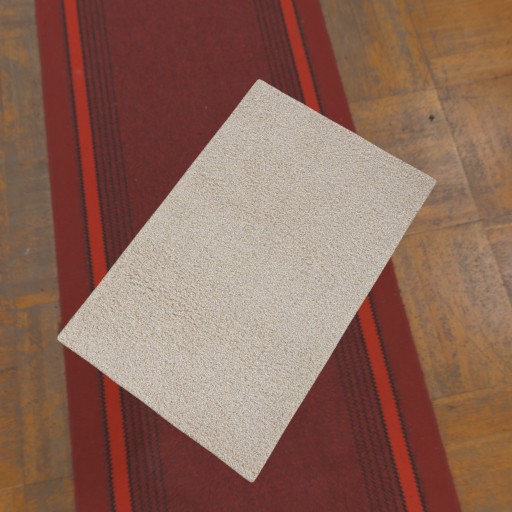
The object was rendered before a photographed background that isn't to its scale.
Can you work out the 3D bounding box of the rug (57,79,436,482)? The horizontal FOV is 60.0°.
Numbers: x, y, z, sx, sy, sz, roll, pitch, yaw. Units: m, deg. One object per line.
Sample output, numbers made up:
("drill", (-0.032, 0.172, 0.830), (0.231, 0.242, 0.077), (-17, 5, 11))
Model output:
("rug", (0.000, 0.000, 3.502), (1.778, 0.030, 2.743), (33, 77, 9))
